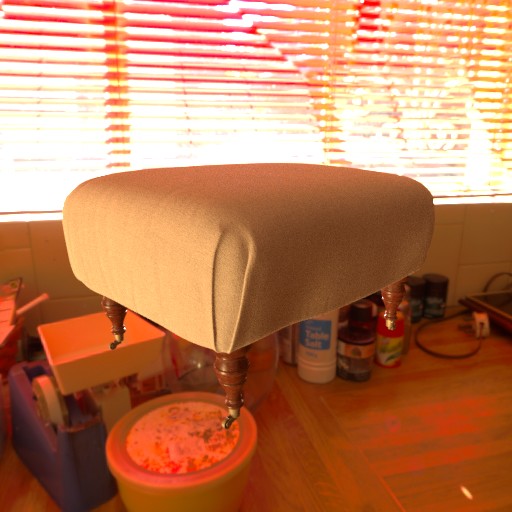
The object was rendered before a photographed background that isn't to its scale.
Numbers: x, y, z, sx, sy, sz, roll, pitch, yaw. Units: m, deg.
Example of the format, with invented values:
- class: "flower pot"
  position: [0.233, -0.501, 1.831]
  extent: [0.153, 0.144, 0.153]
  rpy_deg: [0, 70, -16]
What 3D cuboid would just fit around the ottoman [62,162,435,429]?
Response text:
- class: "ottoman"
  position: [0.000, 0.000, 1.107]
  extent: [0.746, 0.450, 0.622]
  rpy_deg: [-15, 21, -43]
